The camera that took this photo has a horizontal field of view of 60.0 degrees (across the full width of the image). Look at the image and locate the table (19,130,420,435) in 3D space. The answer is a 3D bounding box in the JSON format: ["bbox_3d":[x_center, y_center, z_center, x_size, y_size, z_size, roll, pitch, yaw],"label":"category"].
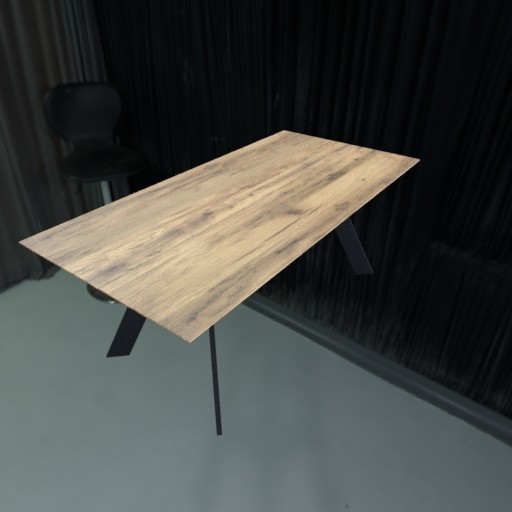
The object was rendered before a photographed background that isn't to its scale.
[{"bbox_3d":[0.000,0.000,2.497,1.000,0.770,2.000,22,38,31],"label":"table"}]
